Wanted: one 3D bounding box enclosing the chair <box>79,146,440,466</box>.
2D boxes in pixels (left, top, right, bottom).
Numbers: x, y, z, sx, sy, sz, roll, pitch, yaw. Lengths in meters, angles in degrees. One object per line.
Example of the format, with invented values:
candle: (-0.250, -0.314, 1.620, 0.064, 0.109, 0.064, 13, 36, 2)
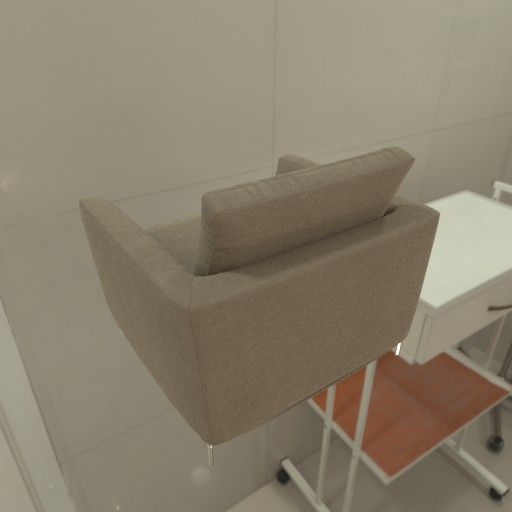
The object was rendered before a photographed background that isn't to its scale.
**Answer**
chair: (0.000, 0.000, 1.682, 1.041, 0.864, 0.889, -19, 35, -30)
